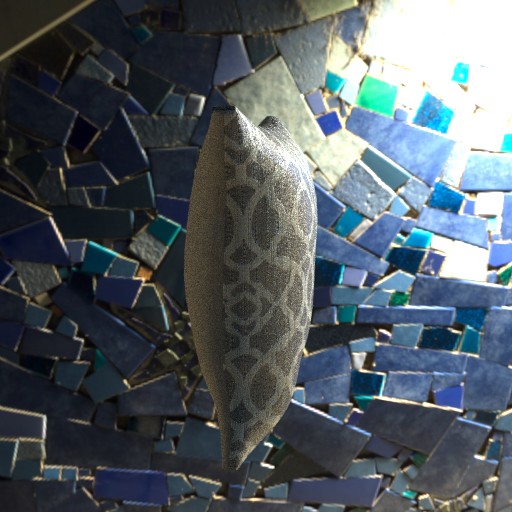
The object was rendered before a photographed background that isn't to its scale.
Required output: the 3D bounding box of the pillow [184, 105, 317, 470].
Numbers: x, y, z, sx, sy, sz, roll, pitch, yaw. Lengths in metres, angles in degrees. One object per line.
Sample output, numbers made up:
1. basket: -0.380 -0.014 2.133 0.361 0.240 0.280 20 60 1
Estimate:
1. pillow: 0.000 0.000 0.803 0.215 0.498 0.508 2 16 8
